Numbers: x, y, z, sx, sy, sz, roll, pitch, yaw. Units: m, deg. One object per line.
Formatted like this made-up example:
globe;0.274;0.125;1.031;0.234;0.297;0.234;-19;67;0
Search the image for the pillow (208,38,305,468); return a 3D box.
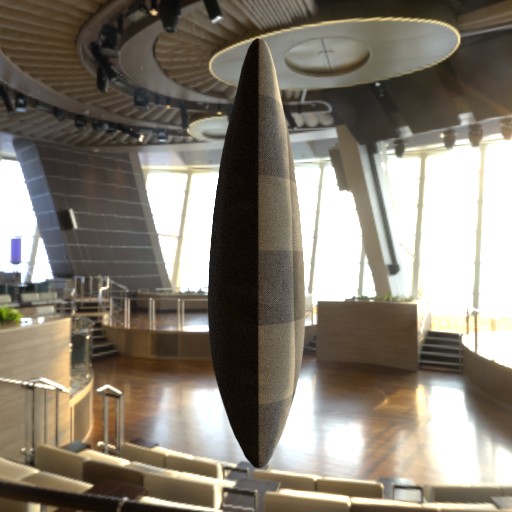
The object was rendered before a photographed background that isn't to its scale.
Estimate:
pillow;0.000;0.000;0.772;0.161;0.509;0.511;0;-1;-1
